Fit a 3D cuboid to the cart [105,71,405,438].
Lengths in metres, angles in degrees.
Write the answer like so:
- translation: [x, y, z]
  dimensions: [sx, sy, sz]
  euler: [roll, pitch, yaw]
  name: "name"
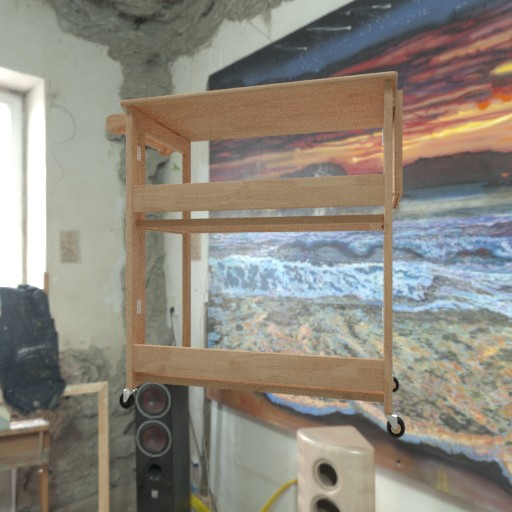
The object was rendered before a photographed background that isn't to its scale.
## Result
- translation: [0.000, 0.000, 1.366]
  dimensions: [0.853, 0.879, 0.432]
  euler: [0, 0, 16]
  name: "cart"
